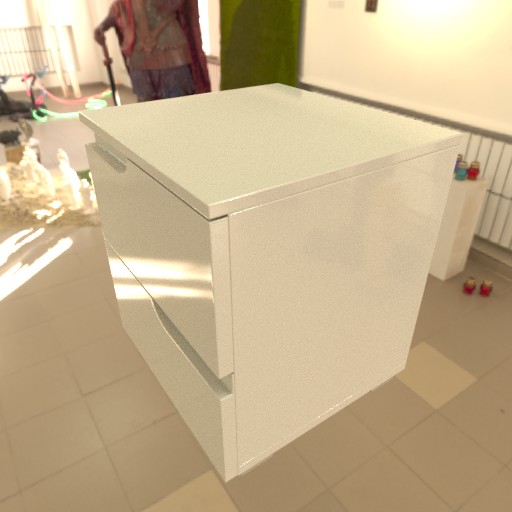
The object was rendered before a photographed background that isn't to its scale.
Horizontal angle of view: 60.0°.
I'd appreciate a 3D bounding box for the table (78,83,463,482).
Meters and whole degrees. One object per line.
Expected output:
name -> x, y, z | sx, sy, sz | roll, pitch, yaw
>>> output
table -> 0.000, 0.000, 0.781 | 0.400, 0.470, 0.420 | -20, 37, -29
